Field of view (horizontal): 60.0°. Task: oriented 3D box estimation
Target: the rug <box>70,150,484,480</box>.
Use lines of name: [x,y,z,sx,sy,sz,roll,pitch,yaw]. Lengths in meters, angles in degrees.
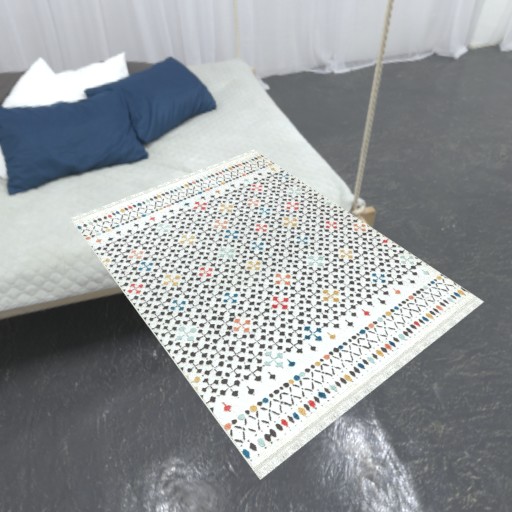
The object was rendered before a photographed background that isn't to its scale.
rug: [0.000,0.000,4.116,2.354,0.007,3.196,-27,49,-26]
